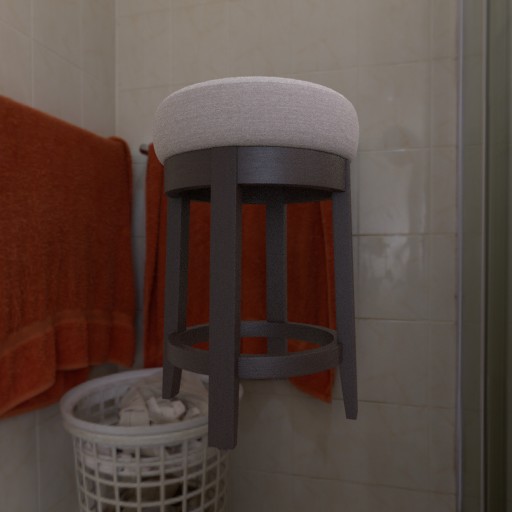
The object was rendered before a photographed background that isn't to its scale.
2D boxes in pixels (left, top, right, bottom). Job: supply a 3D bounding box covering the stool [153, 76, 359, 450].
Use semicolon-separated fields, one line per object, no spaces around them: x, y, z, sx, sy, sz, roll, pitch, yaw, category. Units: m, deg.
0.000;0.000;0.982;0.443;0.672;0.443;0;1;0;stool
